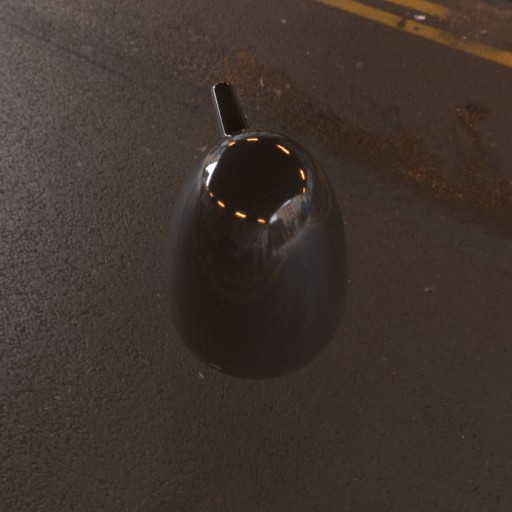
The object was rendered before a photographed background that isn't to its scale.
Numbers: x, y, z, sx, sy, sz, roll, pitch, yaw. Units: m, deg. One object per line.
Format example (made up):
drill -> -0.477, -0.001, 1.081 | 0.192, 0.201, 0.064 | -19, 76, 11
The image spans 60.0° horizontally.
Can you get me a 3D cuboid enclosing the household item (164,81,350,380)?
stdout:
household item -> 0.000, 0.000, 0.224 | 0.102, 0.152, 0.104 | -15, 60, -9
